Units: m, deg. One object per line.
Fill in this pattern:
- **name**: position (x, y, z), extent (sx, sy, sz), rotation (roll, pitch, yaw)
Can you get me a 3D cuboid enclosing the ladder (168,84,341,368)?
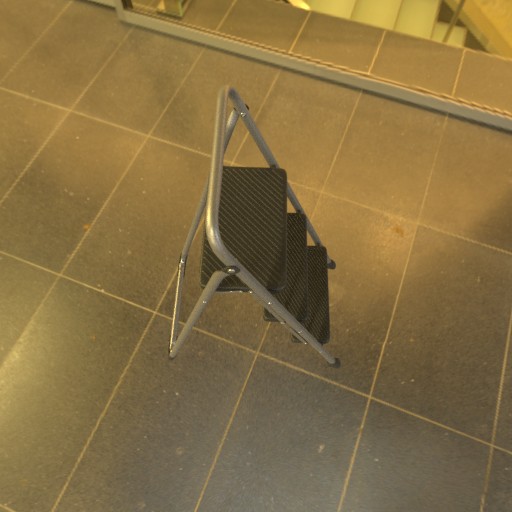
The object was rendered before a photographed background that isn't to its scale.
- **ladder**: position (0.000, 0.000, 1.276), extent (0.629, 0.945, 0.430), rotation (2, 64, 1)
